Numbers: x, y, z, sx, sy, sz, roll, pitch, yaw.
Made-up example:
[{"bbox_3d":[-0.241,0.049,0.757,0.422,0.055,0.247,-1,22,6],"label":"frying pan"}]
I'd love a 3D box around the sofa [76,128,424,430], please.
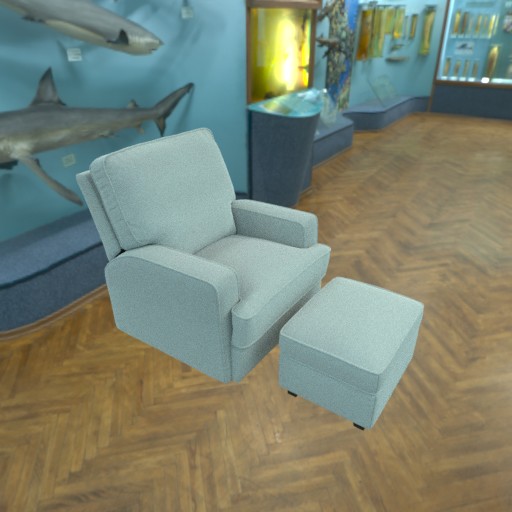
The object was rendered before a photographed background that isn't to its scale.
[{"bbox_3d":[0.000,0.000,2.069,1.472,0.959,0.861,18,33,30],"label":"sofa"}]
